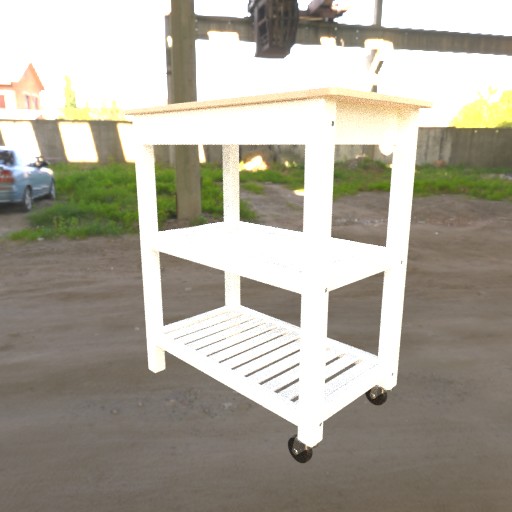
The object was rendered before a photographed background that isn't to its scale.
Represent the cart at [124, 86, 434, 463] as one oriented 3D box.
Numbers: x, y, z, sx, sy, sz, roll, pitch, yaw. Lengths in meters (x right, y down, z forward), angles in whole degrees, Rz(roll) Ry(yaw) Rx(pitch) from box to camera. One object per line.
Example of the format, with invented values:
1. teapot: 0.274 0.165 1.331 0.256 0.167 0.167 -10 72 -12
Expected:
1. cart: 0.000 0.000 1.447 0.457 0.927 0.899 -13 19 -43
